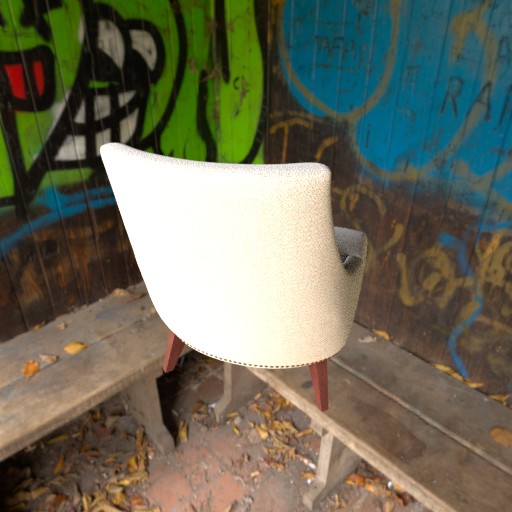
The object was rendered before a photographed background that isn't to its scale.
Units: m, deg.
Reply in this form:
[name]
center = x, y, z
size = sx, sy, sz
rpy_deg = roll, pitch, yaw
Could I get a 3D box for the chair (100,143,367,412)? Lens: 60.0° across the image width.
[chair]
center = 0.000, 0.000, 1.492
size = 0.701, 0.909, 0.861
rpy_deg = 9, 32, 15
